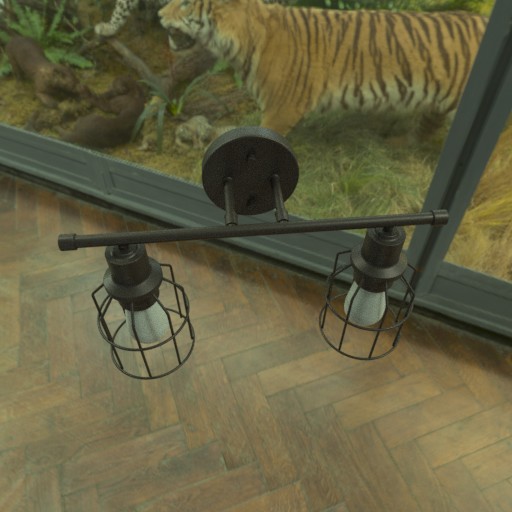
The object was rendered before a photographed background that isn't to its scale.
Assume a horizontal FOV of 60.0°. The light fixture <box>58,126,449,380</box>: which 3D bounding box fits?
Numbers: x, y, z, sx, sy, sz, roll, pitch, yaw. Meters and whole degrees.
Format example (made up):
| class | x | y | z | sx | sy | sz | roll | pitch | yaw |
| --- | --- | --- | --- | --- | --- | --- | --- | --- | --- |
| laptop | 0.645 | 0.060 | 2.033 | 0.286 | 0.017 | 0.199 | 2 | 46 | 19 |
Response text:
| class | x | y | z | sx | sy | sz | roll | pitch | yaw |
| --- | --- | --- | --- | --- | --- | --- | --- | --- | --- |
| light fixture | 0.000 | 0.000 | 0.535 | 0.406 | 0.254 | 0.165 | -4 | 47 | -4 |
